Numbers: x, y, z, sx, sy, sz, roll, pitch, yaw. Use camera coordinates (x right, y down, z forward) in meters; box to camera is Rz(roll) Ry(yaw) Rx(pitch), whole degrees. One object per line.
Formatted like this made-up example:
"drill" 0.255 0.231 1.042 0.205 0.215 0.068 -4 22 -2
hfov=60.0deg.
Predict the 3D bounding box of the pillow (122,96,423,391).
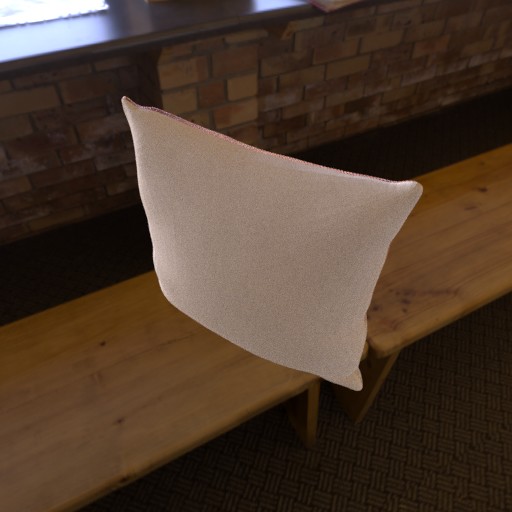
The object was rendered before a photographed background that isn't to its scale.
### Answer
"pillow" 0.000 0.000 0.705 0.440 0.441 0.182 23 50 20
